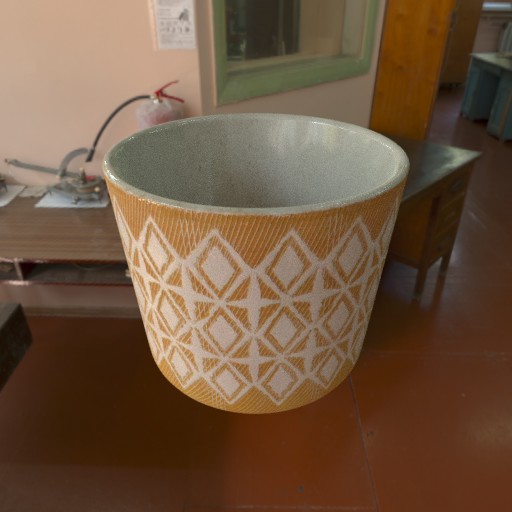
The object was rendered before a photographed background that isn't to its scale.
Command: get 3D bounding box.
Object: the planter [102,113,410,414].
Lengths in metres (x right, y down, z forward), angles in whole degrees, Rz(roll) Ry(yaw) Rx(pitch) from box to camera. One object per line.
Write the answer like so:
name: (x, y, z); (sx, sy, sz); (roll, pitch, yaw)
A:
planter: (0.000, 0.000, 0.332); (0.193, 0.165, 0.193); (0, 31, 0)
